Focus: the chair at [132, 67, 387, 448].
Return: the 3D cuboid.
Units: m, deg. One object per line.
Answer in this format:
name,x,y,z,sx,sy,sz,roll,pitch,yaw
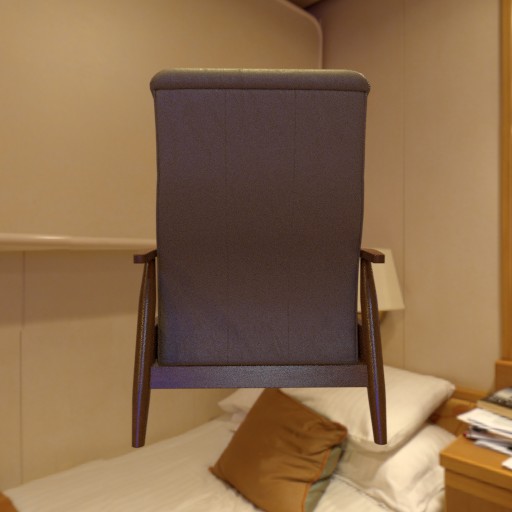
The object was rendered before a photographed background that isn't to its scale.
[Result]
chair,0.000,0.000,1.750,0.762,1.082,1.014,0,0,-2
